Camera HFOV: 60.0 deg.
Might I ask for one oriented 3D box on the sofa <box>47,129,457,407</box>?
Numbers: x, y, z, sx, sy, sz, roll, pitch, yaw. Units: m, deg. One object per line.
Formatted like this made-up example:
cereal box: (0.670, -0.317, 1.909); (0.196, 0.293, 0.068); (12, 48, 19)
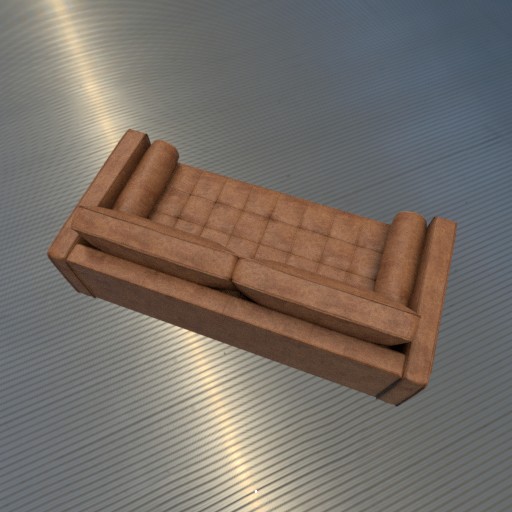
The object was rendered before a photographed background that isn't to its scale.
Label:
sofa: (0.000, 0.000, 2.415); (1.920, 0.825, 0.924); (18, 63, 9)
